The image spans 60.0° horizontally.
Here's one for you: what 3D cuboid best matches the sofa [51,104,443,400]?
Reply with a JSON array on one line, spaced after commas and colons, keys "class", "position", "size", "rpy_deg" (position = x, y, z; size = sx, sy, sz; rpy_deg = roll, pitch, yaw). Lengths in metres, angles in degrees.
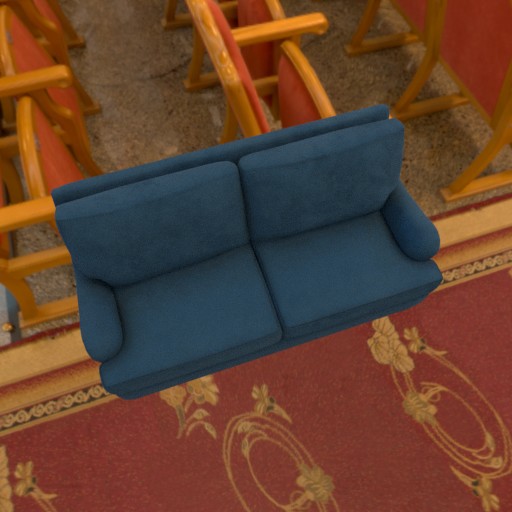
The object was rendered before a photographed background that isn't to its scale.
[{"class": "sofa", "position": [0.000, 0.000, 2.766], "size": [2.141, 1.101, 1.084], "rpy_deg": [-16, 64, -8]}]
